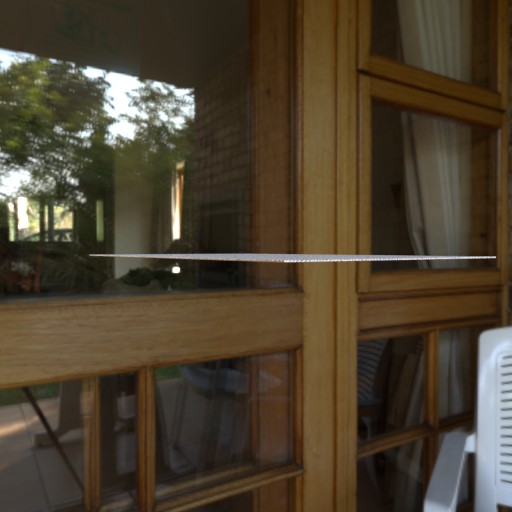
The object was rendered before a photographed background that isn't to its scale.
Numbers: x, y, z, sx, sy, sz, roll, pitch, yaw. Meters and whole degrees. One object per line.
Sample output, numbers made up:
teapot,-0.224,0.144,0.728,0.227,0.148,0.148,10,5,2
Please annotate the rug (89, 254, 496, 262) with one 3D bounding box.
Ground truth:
rug,0.000,0.000,2.986,1.519,0.007,2.428,-1,1,-36
